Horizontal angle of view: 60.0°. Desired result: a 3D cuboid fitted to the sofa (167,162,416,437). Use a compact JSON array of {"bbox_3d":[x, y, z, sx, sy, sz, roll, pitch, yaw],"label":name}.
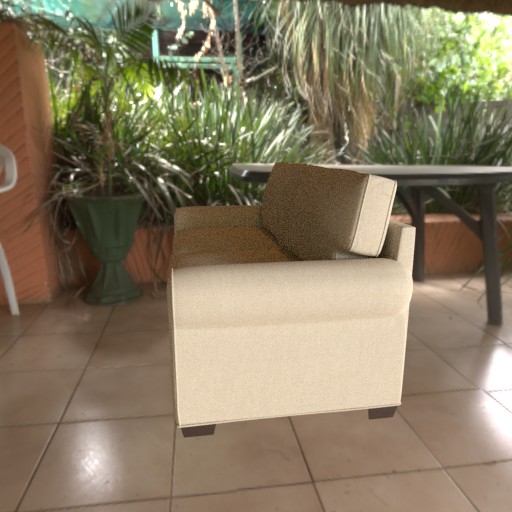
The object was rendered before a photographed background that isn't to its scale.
[{"bbox_3d":[0.000,0.000,2.298,0.861,0.933,1.774,-2,14,-9],"label":"sofa"}]
